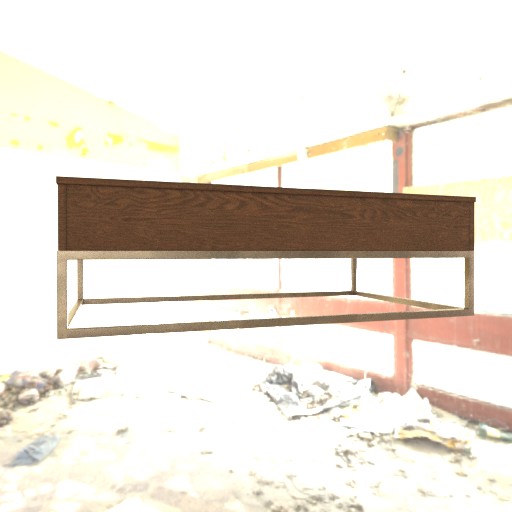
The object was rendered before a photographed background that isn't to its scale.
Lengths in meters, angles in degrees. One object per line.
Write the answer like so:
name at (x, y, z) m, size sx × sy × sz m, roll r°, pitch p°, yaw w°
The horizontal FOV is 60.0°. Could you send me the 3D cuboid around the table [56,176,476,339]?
table at (0.000, 0.000, 1.501) m, size 1.167 × 0.361 × 0.719 m, roll 0°, pitch 1°, yaw -18°
